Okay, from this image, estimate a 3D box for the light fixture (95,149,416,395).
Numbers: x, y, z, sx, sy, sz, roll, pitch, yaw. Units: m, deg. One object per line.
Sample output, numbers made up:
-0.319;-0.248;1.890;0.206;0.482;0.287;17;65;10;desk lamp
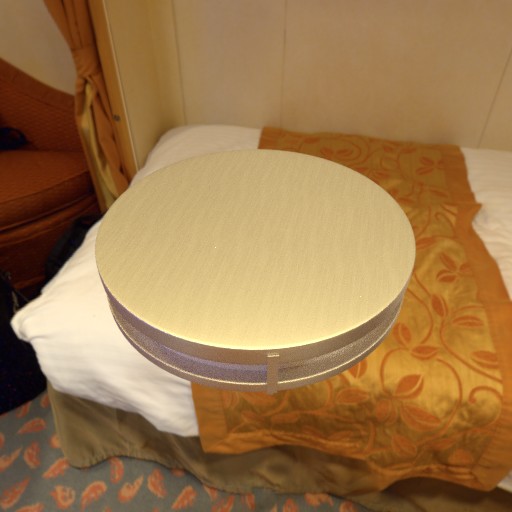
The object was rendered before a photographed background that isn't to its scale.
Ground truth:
0.000;0.000;0.539;0.356;0.102;0.356;0;41;0;light fixture
